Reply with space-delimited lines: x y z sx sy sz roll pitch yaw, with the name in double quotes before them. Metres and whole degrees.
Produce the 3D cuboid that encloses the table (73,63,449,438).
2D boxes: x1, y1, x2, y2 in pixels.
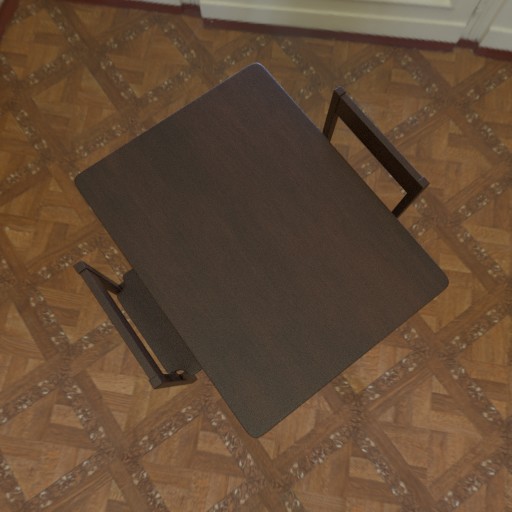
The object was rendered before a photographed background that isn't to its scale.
"table" 0.000 0.000 1.117 0.672 0.503 0.650 -36 78 -9
